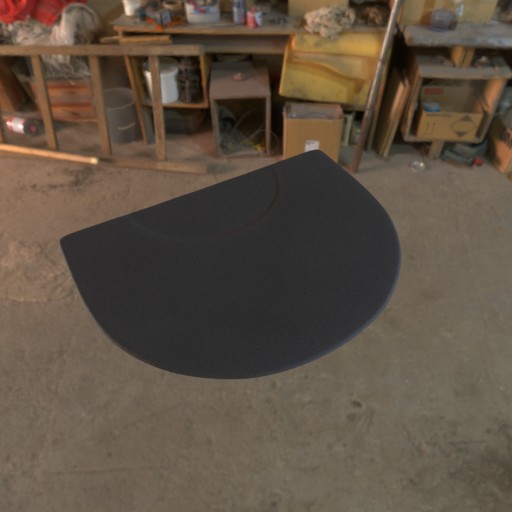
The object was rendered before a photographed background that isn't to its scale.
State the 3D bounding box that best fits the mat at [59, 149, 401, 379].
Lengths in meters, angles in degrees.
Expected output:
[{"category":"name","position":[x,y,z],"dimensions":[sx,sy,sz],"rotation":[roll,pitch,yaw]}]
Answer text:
[{"category":"mat","position":[0.000,0.000,1.618],"dimensions":[1.220,0.016,0.917],"rotation":[-23,51,-20]}]
